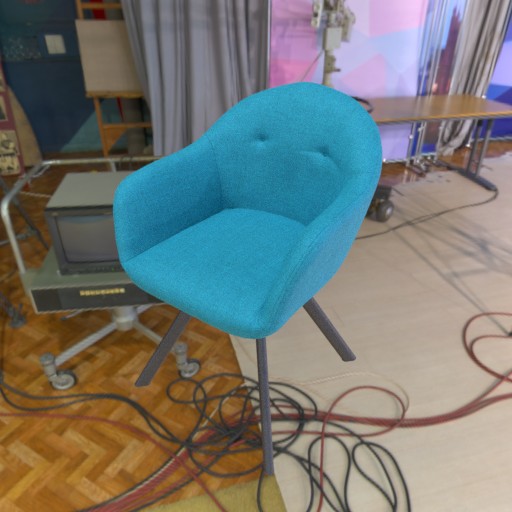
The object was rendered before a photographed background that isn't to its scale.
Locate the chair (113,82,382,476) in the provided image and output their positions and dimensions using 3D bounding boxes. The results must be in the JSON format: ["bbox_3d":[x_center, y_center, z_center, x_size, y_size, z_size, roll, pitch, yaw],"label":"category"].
[{"bbox_3d":[0.000,0.000,1.161,0.545,0.775,0.565,21,38,30],"label":"chair"}]
